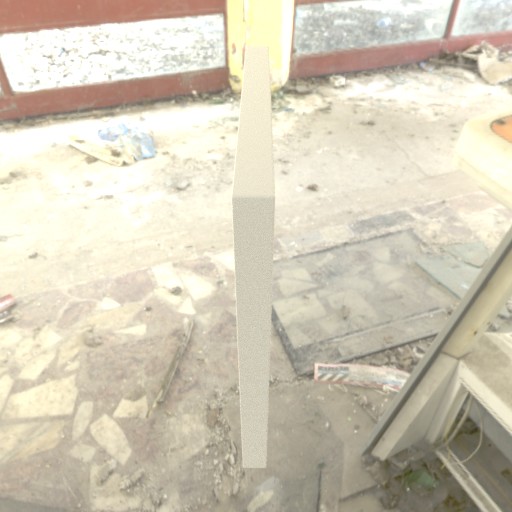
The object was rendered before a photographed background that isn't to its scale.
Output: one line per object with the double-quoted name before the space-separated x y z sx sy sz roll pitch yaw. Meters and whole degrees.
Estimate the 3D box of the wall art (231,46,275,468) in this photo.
"wall art" 0.000 0.000 0.528 0.028 0.381 0.331 0 40 0
